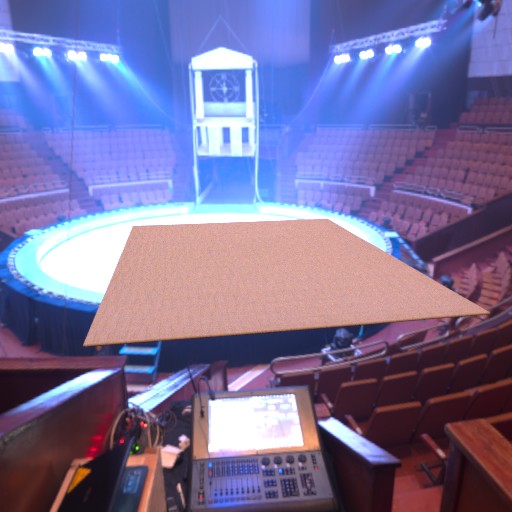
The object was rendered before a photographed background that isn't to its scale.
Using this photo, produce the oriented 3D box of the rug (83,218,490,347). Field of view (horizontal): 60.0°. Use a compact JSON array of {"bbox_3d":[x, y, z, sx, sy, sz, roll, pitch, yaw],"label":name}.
[{"bbox_3d":[0.000,0.000,3.987,2.410,0.021,3.055,-3,16,-10],"label":"rug"}]
